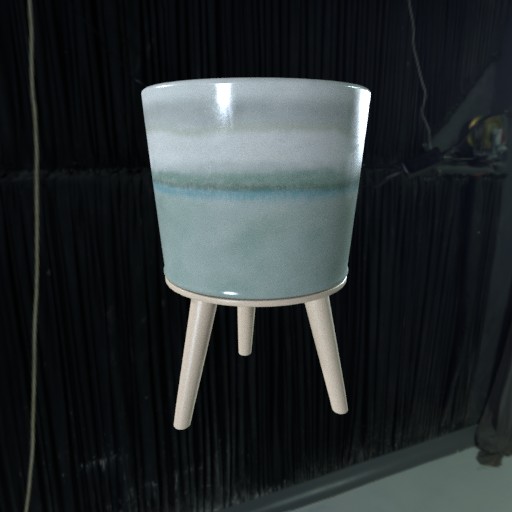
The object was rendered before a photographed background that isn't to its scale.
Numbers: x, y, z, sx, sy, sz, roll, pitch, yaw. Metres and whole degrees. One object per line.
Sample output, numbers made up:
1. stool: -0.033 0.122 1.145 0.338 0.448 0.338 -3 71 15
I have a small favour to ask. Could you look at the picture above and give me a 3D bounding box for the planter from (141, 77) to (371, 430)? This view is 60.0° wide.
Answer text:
1. planter: 0.000 0.000 0.578 0.265 0.404 0.265 -7 16 -25
